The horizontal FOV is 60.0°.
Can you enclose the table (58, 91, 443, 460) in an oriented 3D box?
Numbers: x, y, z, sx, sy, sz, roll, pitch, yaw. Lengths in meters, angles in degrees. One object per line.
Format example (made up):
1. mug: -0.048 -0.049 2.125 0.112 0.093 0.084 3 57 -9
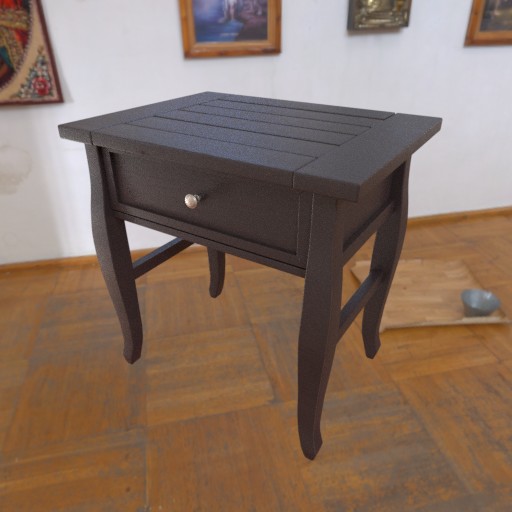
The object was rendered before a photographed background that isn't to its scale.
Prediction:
1. table: 0.000 0.000 1.015 0.602 0.605 0.460 17 34 28
